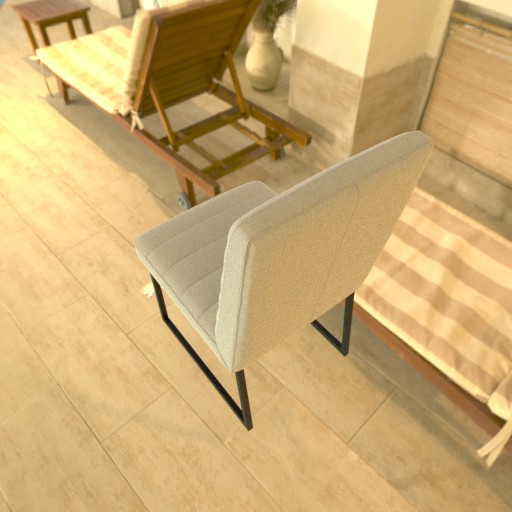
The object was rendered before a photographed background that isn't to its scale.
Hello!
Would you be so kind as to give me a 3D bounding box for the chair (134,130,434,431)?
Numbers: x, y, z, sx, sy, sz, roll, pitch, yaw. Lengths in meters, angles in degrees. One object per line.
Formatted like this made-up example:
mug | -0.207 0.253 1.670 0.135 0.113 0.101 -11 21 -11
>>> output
chair | 0.000 0.000 1.330 0.520 0.930 0.634 -30 54 -25
